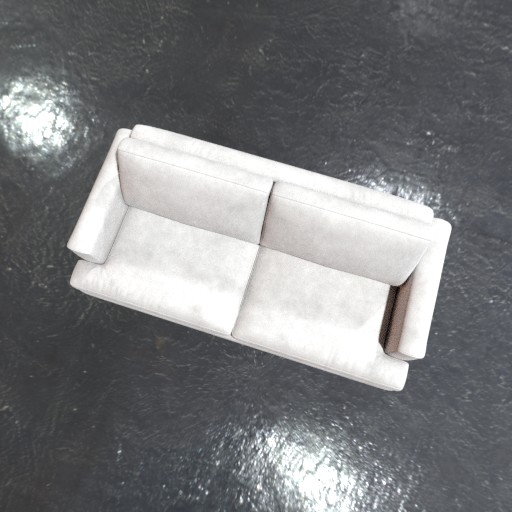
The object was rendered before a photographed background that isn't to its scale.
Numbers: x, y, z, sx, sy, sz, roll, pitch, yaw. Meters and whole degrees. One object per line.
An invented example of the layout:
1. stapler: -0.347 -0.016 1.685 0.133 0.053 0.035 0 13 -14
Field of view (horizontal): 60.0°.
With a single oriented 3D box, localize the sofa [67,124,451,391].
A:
1. sofa: 0.000 0.000 2.570 2.013 0.830 0.980 17 76 4
